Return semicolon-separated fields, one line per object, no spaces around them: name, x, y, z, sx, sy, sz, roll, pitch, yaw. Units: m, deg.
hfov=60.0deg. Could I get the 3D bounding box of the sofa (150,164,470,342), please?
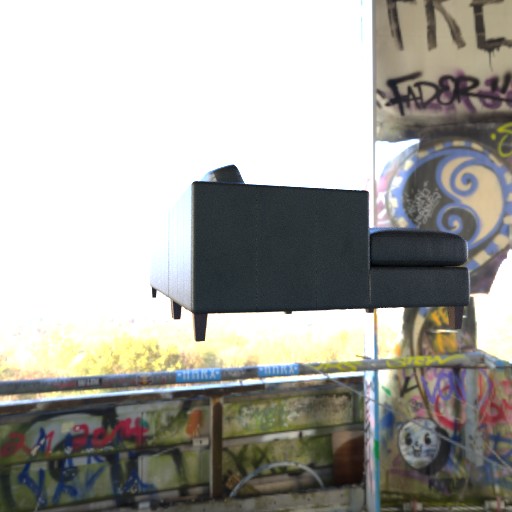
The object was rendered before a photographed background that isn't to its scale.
sofa;0.000;0.000;3.776;1.581;0.883;3.203;0;-2;-17
